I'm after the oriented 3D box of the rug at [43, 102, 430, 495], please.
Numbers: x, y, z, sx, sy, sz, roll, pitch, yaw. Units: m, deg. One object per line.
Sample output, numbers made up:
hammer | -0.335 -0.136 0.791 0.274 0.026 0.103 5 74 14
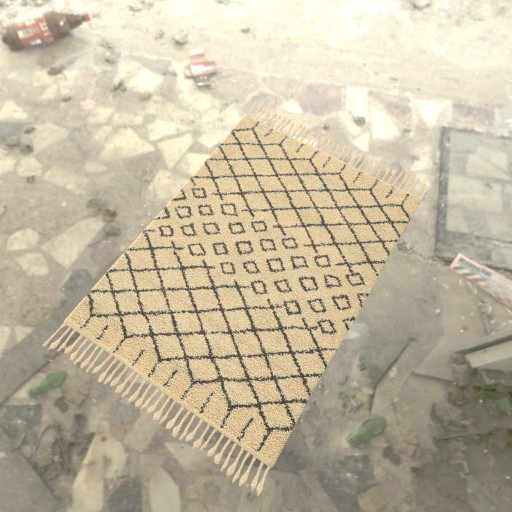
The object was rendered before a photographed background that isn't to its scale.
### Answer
rug | 0.000 0.000 3.192 1.664 0.029 2.615 29 66 14
